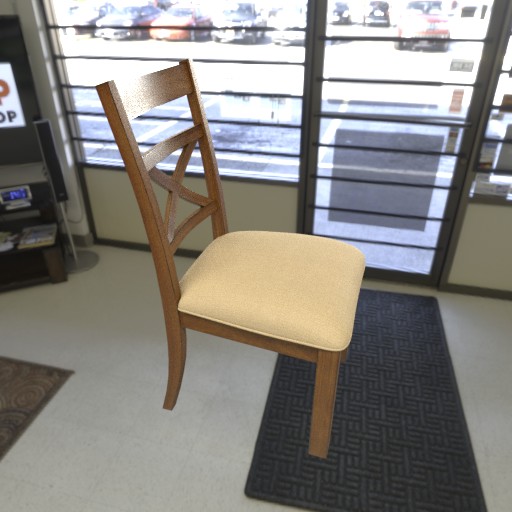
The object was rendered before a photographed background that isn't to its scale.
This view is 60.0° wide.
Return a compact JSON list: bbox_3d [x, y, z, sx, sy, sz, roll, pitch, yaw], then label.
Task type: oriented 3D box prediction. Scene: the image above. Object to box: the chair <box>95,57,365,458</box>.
[{"bbox_3d":[0.000,0.000,1.227,0.581,0.949,0.461,9,32,15],"label":"chair"}]
